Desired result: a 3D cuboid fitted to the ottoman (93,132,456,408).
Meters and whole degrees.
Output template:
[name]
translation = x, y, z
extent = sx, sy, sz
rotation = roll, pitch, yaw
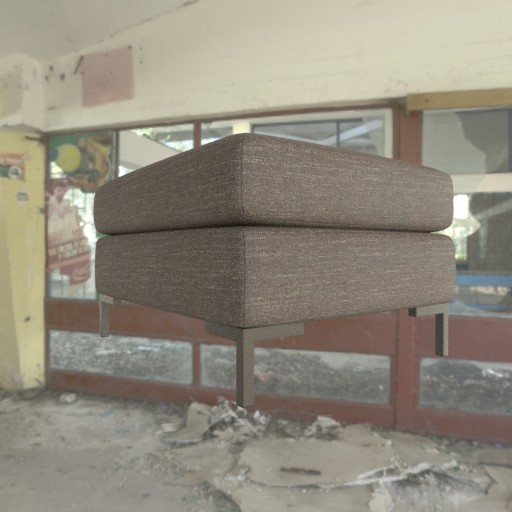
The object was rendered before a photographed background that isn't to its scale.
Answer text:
[ottoman]
translation = 0.000, 0.000, 1.218
extent = 0.671, 0.490, 0.820
rotation = -1, 1, -37
